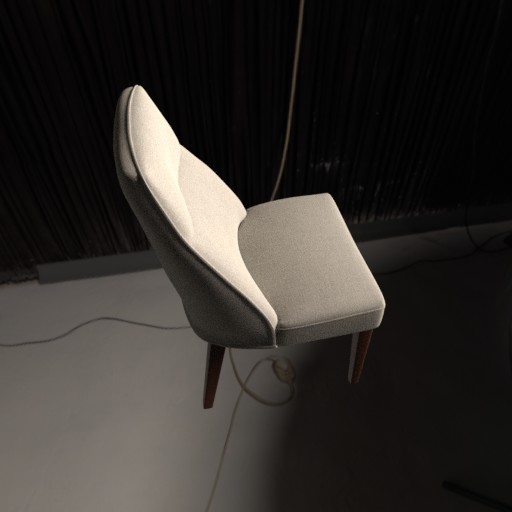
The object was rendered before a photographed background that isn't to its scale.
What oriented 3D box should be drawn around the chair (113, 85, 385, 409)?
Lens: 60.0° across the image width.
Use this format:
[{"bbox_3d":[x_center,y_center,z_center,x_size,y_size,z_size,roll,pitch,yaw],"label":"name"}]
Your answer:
[{"bbox_3d":[0.000,0.000,1.292,0.620,0.930,0.500,-9,47,-8],"label":"chair"}]
